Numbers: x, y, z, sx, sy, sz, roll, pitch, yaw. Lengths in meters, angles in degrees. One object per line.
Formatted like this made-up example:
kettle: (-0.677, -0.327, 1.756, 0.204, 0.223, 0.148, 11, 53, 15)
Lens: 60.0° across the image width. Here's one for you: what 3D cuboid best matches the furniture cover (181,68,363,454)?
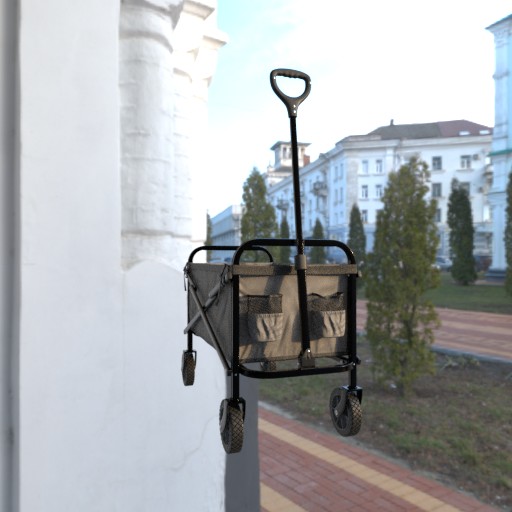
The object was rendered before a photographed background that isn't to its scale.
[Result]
furniture cover: (0.000, 0.000, 1.889, 0.532, 1.295, 1.038, 0, 0, -19)
